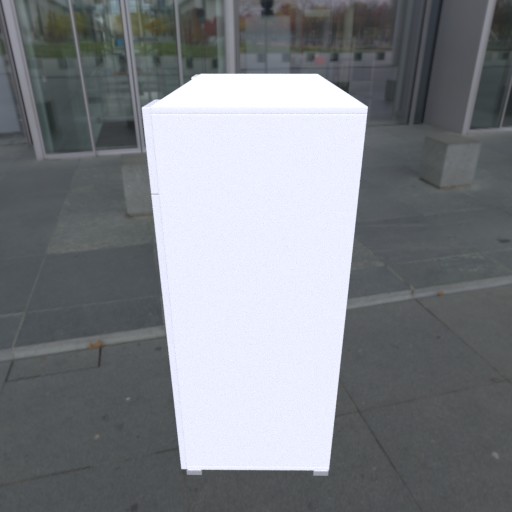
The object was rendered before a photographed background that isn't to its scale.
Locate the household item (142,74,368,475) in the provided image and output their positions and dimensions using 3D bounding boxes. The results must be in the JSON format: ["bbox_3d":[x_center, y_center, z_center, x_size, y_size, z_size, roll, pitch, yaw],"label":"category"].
[{"bbox_3d":[0.000,0.000,1.399,0.420,1.010,0.790,0,26,0],"label":"household item"}]
